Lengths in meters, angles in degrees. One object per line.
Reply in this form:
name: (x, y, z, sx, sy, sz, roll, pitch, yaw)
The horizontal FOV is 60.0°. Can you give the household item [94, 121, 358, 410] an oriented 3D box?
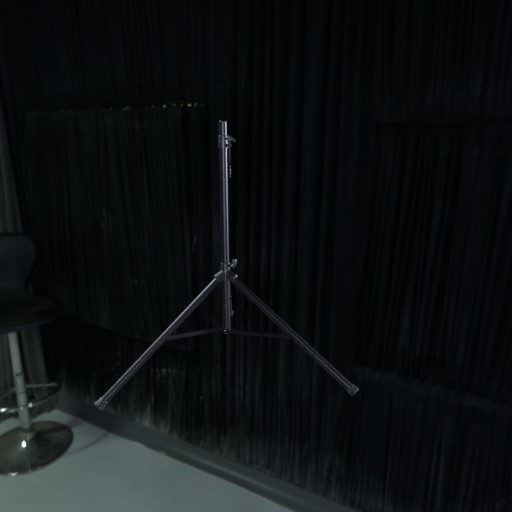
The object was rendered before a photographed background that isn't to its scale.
household item: (0.000, 0.000, 2.727, 1.339, 1.595, 1.596, 7, 16, 25)
